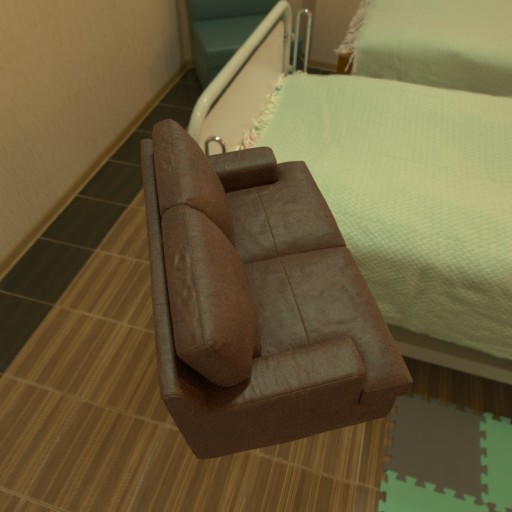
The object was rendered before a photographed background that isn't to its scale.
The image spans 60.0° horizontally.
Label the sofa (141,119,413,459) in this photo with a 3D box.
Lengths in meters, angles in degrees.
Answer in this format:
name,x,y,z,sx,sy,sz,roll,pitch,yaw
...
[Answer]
name,x,y,z,sx,sy,sz,roll,pitch,yaw
sofa,0.000,0.000,2.549,1.143,0.939,1.880,-9,48,-8
